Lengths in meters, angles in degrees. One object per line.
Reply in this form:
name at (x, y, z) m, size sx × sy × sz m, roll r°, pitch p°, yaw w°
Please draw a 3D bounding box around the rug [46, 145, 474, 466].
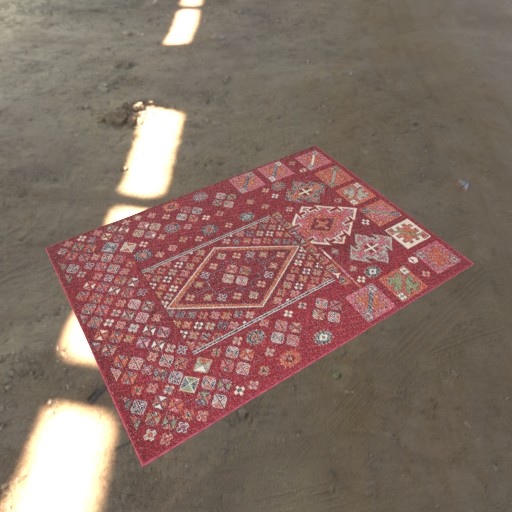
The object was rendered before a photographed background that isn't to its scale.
rug at (0.000, 0.000, 4.206) m, size 3.306 × 0.011 × 2.389 m, roll -25°, pitch 51°, yaw -22°
